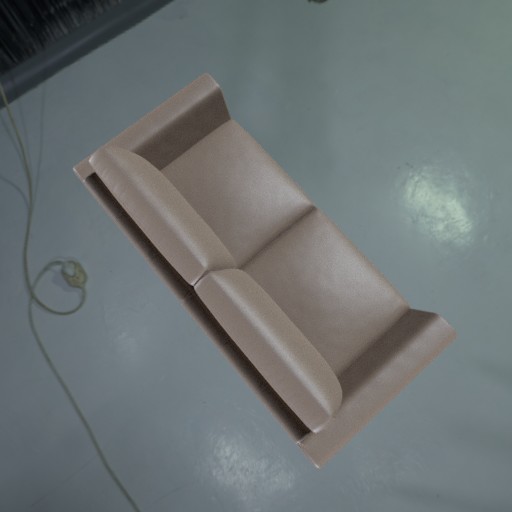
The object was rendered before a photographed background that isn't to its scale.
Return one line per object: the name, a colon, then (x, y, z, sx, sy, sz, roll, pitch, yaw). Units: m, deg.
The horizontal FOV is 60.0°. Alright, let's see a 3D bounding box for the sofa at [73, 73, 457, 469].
sofa: (0.000, 0.000, 2.467, 0.953, 0.875, 2.017, -40, 79, -10)
